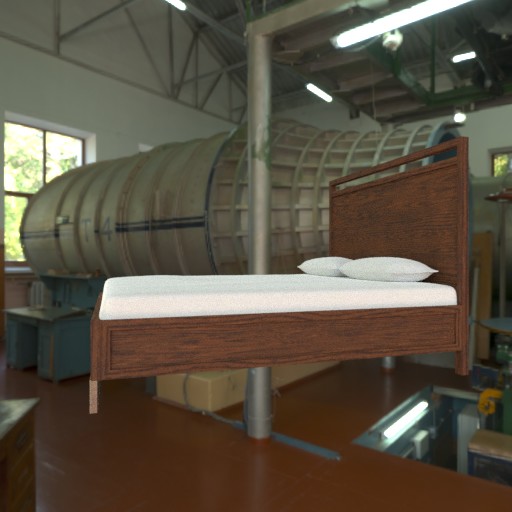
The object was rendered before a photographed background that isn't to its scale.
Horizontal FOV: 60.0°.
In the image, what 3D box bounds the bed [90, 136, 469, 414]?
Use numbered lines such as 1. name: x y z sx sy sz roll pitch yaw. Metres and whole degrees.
1. bed: 0.000 0.000 3.260 2.218 1.487 1.765 0 0 -18
